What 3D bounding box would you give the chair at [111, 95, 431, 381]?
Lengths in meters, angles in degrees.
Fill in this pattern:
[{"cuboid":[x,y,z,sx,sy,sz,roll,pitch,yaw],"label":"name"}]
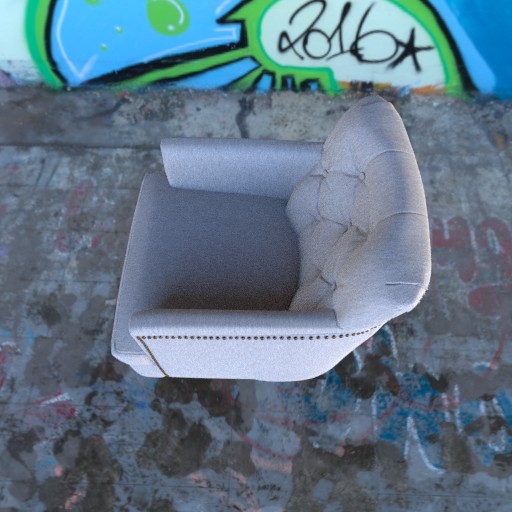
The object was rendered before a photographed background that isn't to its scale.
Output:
[{"cuboid":[0.000,0.000,1.526,0.902,0.823,0.737,1,60,1],"label":"chair"}]
